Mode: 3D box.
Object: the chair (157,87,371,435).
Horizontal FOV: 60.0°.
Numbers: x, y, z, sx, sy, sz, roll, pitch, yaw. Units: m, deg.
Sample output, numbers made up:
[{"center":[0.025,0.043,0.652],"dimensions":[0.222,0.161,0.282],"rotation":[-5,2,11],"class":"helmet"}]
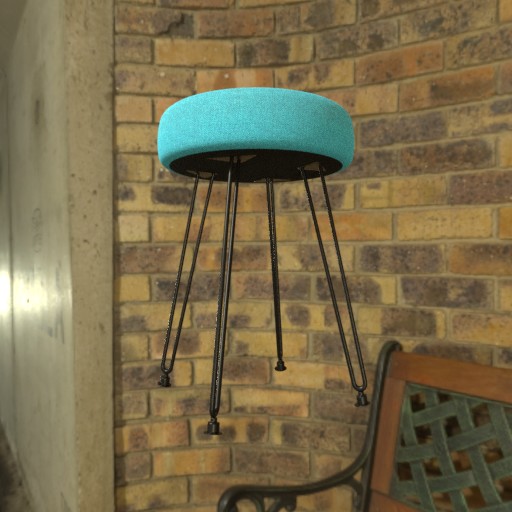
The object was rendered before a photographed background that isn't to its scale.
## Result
[{"center":[0.000,0.000,0.698],"dimensions":[0.350,0.440,0.350],"rotation":[0,0,18],"class":"chair"}]
